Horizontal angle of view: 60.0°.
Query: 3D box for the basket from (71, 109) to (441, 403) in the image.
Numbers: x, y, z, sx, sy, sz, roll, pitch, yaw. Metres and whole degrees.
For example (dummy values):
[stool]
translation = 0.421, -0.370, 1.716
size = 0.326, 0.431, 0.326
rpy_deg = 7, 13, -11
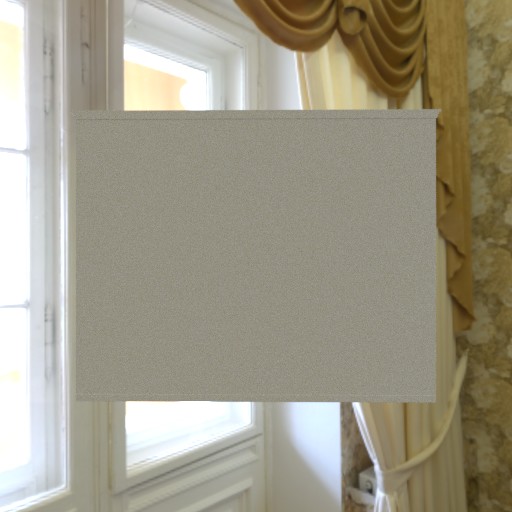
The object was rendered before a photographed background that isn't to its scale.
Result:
[basket]
translation = 0.000, 0.000, 1.136
size = 0.792, 0.625, 0.376
rpy_deg = 0, 0, 1
